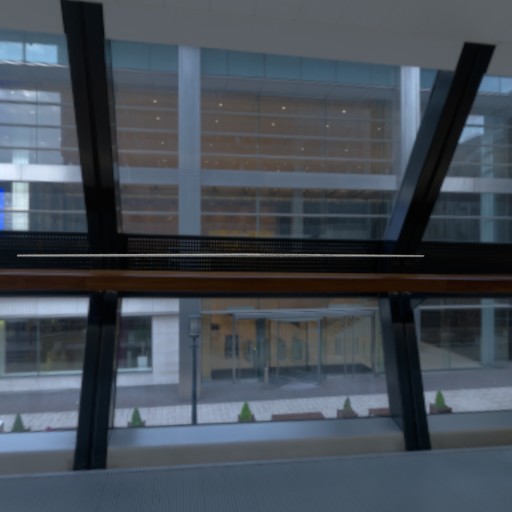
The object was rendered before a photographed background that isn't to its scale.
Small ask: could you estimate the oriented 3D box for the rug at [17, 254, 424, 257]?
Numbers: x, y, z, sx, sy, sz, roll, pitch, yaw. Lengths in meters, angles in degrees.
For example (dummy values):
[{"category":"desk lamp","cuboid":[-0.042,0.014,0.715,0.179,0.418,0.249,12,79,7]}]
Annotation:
[{"category":"rug","cuboid":[0.000,0.000,2.862,1.522,0.008,2.284,0,0,35]}]
